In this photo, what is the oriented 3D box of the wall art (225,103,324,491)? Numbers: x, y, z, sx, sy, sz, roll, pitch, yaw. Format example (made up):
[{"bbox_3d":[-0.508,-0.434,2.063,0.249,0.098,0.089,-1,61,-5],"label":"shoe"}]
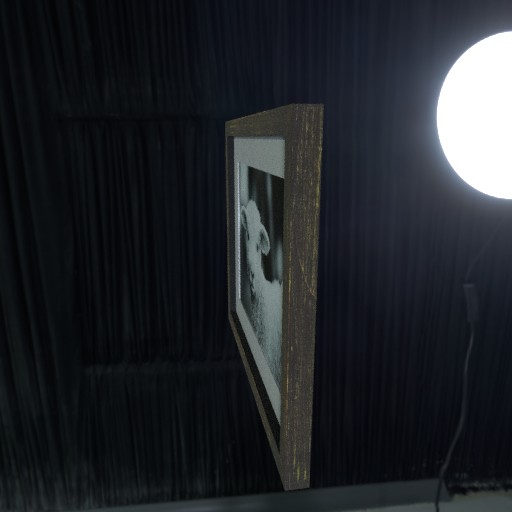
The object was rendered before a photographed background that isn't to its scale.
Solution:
[{"bbox_3d":[0.000,0.000,0.760,0.032,0.457,0.558,-3,15,-10],"label":"wall art"}]
